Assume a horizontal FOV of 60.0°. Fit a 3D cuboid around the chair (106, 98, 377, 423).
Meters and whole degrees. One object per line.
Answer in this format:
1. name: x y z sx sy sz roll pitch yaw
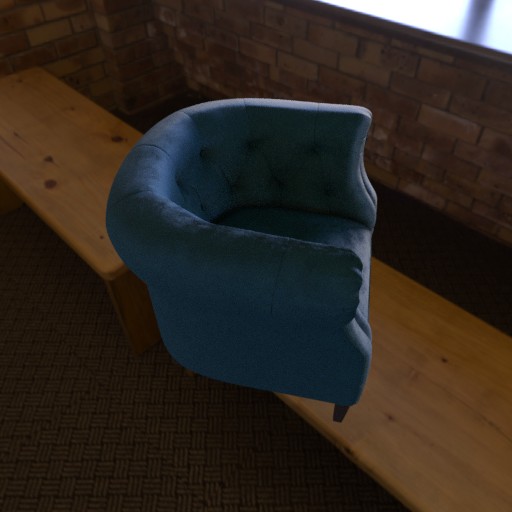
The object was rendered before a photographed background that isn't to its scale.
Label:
1. chair: 0.000 0.000 1.586 0.851 0.826 0.904 9 47 8
